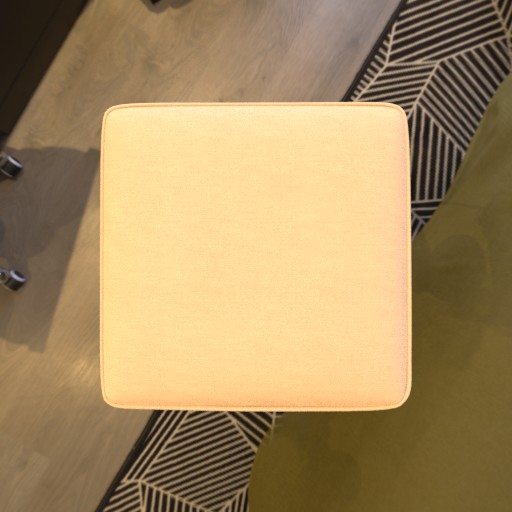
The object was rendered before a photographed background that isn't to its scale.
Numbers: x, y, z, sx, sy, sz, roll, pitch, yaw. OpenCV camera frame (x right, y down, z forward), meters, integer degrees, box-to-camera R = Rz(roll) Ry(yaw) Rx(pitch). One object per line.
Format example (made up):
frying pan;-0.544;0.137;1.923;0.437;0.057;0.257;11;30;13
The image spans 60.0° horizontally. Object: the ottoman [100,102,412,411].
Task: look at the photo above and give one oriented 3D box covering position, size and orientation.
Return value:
ottoman;0.000;0.000;1.043;0.616;0.438;0.613;0;90;1
